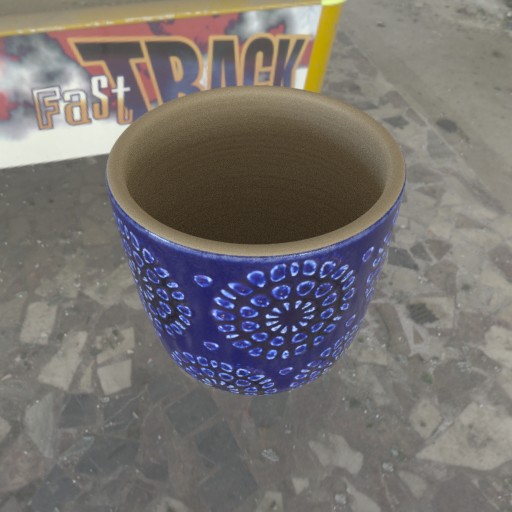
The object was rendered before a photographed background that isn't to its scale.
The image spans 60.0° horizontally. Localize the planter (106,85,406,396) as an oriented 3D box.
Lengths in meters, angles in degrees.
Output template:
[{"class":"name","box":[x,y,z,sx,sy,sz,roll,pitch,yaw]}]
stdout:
[{"class":"planter","box":[0.000,0.000,0.202,0.109,0.112,0.109,0,46,0]}]
